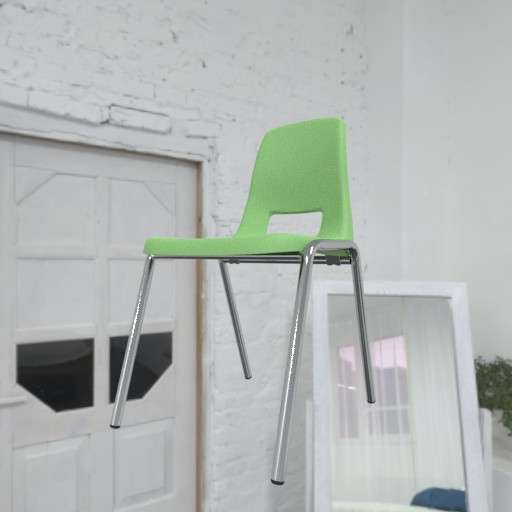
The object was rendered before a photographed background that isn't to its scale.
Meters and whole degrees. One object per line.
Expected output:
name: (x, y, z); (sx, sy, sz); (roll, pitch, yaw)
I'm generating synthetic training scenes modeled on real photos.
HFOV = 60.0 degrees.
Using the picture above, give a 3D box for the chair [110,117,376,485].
chair: (0.000, 0.000, 0.907); (0.381, 0.653, 0.436); (0, 0, 34)
